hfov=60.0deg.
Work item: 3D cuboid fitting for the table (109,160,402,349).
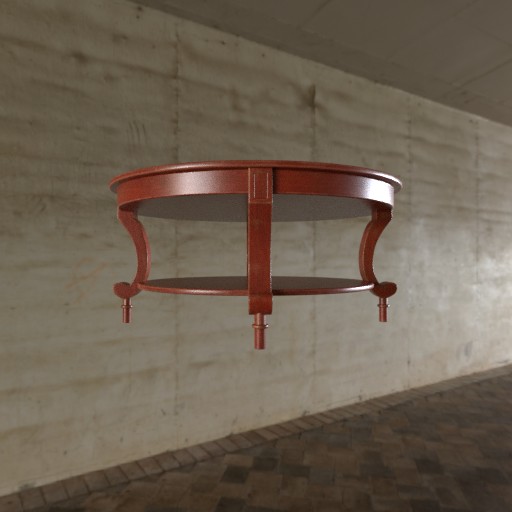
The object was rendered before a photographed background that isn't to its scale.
[{"bbox_3d":[0.000,0.000,1.630,1.029,0.486,1.029,0,0,0],"label":"table"}]
